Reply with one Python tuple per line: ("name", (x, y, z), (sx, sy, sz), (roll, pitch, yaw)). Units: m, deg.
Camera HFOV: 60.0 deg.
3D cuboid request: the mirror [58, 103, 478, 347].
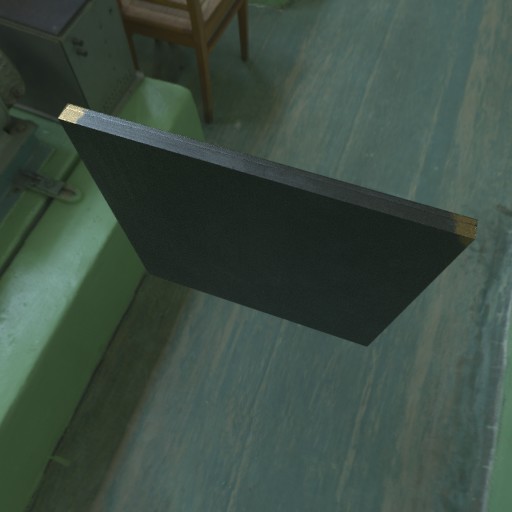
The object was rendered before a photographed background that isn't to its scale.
("mirror", (0.000, 0.000, 0.560), (0.382, 0.381, 0.020), (18, 67, 8))
